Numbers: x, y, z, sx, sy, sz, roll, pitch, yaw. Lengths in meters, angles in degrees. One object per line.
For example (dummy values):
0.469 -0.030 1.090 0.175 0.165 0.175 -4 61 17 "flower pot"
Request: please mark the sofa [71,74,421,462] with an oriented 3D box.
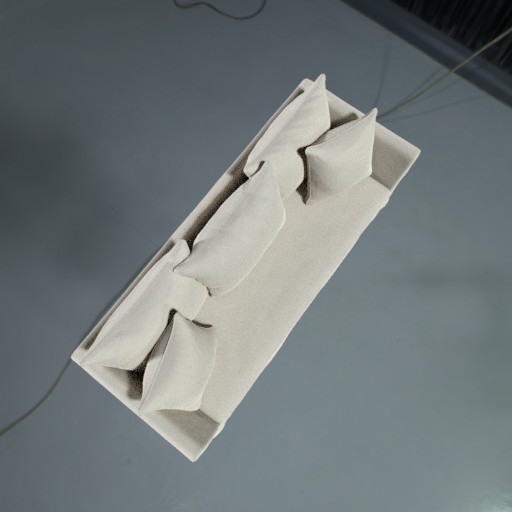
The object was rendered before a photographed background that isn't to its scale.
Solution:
0.000 0.000 3.090 1.046 1.047 2.499 36 78 9 "sofa"
